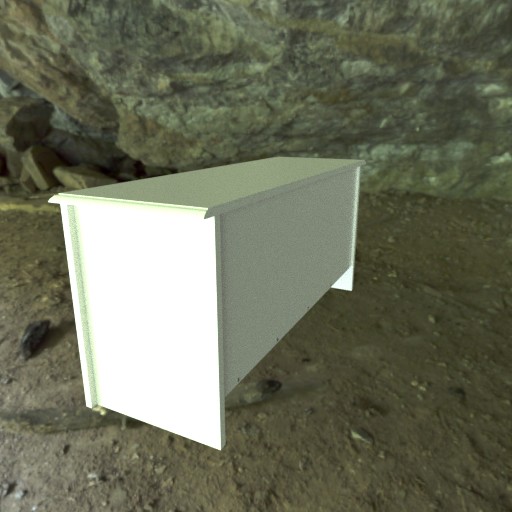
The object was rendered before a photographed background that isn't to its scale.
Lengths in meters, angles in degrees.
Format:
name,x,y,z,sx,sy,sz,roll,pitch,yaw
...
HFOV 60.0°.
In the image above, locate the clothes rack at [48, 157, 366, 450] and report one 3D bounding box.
name,x,y,z,sx,sy,sz,roll,pitch,yaw
clothes rack,0.000,0.000,1.480,0.405,0.558,1.218,8,19,26
